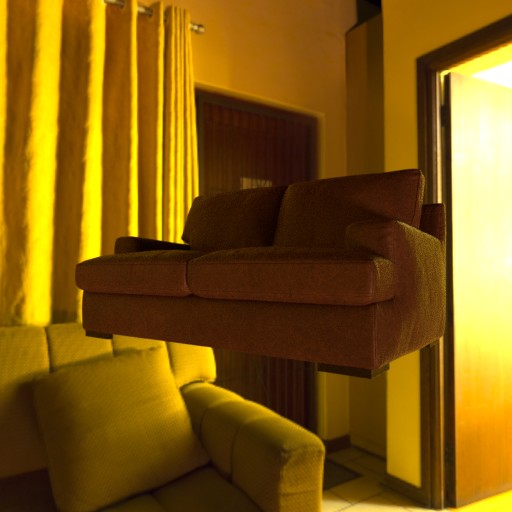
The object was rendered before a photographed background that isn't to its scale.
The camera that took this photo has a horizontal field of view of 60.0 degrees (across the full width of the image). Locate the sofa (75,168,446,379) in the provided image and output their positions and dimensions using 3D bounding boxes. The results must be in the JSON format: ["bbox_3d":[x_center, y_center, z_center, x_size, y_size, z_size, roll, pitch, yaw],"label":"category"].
[{"bbox_3d":[0.000,0.000,2.527,1.880,0.939,1.143,-1,-2,36],"label":"sofa"}]
